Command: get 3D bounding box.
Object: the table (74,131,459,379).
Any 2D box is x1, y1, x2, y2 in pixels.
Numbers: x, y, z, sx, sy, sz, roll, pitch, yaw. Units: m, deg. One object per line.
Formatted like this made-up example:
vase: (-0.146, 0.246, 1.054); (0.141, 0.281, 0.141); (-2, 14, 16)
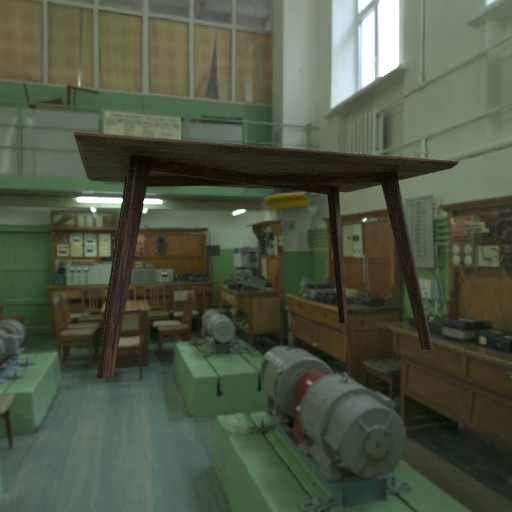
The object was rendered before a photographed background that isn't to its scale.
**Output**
table: (0.000, 0.000, 1.849); (1.349, 0.724, 0.801); (0, 1, -18)
